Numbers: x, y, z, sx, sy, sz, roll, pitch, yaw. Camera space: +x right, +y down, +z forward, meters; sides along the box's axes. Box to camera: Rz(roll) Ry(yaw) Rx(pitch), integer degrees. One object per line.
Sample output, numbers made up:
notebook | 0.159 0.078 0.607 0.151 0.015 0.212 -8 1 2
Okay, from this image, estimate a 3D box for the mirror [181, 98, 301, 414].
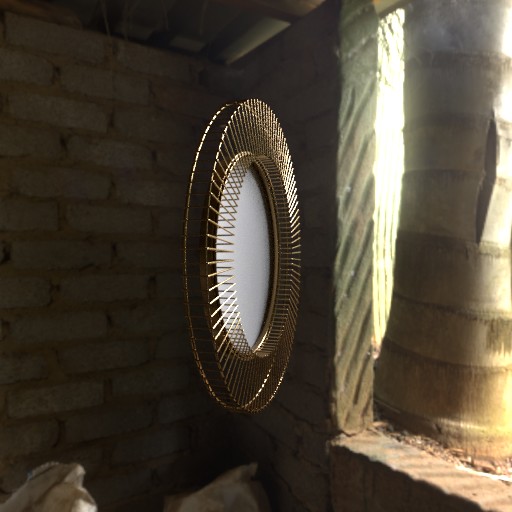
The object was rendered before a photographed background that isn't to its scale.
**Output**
mirror | 0.000 0.000 1.050 0.067 0.703 0.703 0 0 18
